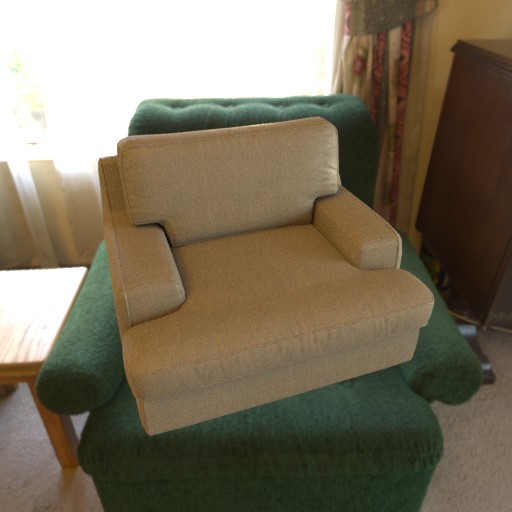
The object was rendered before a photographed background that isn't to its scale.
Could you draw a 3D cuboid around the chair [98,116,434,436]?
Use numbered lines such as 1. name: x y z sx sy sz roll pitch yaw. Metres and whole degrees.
1. chair: 0.000 0.000 2.004 1.270 0.974 1.043 -11 35 -16
